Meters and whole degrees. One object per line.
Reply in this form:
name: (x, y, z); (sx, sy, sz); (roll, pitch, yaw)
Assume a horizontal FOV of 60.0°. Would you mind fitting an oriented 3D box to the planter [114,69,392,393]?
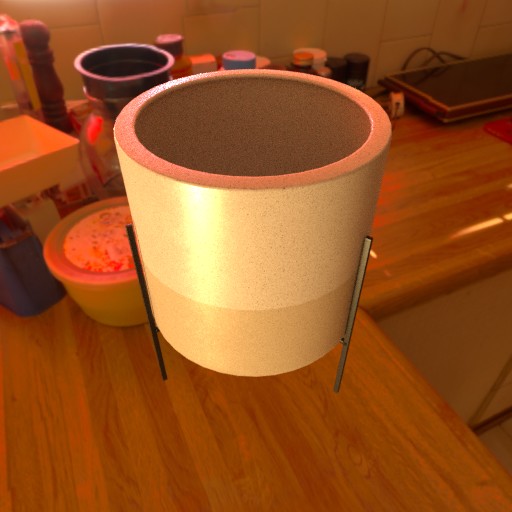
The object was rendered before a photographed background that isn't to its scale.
planter: (0.000, 0.000, 0.735); (0.368, 0.484, 0.359); (24, 47, 25)
